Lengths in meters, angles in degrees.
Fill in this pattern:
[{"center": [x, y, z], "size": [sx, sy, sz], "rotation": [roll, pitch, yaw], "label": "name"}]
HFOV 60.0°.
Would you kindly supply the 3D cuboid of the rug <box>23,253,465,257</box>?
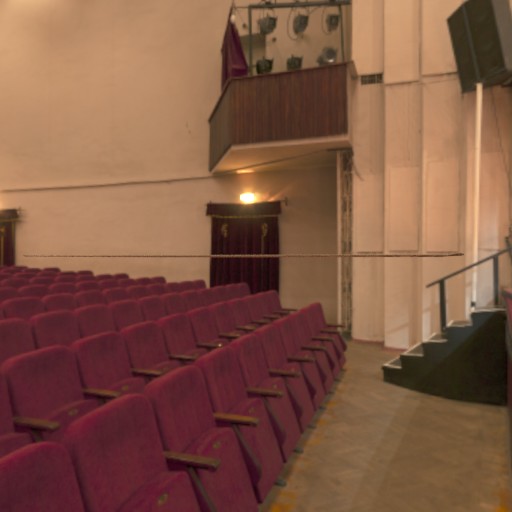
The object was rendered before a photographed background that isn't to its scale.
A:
[{"center": [0.000, 0.000, 3.776], "size": [3.040, 0.017, 2.030], "rotation": [0, 0, 19], "label": "rug"}]
